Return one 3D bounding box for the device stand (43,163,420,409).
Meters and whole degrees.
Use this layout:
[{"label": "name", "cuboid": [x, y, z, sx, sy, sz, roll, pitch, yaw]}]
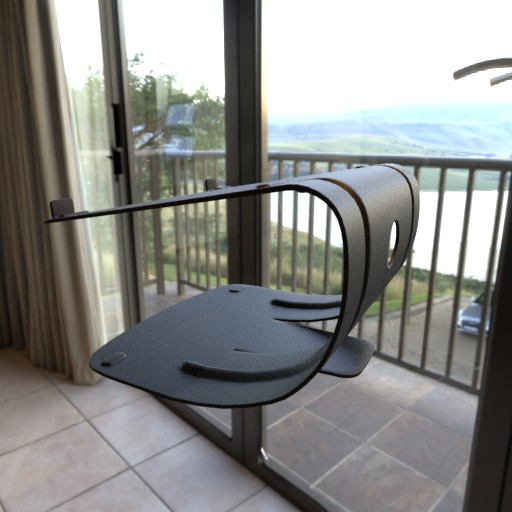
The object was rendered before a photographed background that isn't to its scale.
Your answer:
[{"label": "device stand", "cuboid": [0.000, 0.000, 0.394, 0.236, 0.155, 0.256, 8, 17, 27]}]
